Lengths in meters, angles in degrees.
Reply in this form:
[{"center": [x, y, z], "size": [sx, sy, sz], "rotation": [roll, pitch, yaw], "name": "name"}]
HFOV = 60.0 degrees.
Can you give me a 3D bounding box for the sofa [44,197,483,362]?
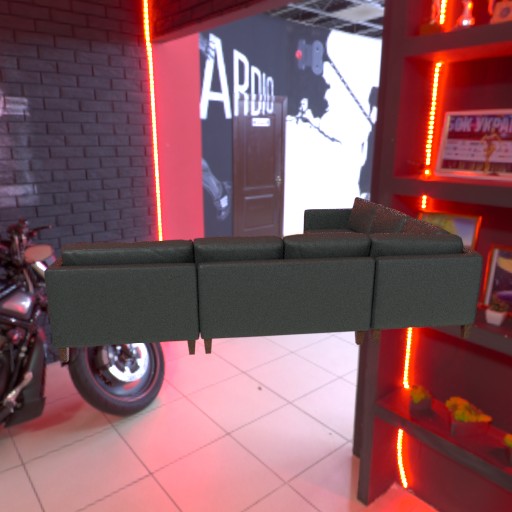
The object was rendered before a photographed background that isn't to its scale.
[{"center": [0.000, 0.000, 4.678], "size": [3.460, 0.923, 2.593], "rotation": [-2, 15, -7], "name": "sofa"}]
